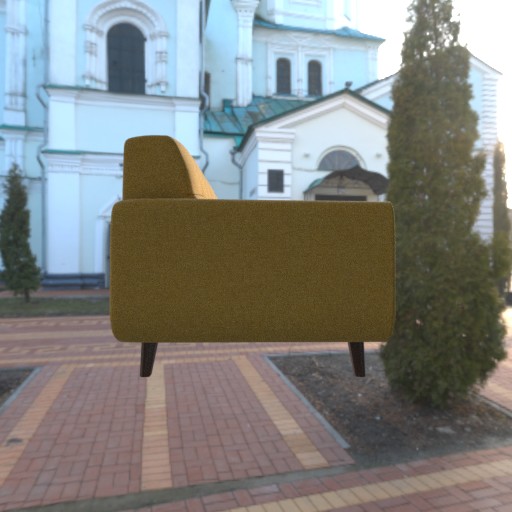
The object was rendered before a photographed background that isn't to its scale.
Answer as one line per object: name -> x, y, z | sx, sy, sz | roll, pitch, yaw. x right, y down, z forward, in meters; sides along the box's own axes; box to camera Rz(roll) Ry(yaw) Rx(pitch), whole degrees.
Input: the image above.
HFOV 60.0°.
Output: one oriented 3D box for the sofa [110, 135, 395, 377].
sofa -> 0.000, 0.000, 2.170 | 0.909, 0.841, 1.631 | 0, 0, 0
